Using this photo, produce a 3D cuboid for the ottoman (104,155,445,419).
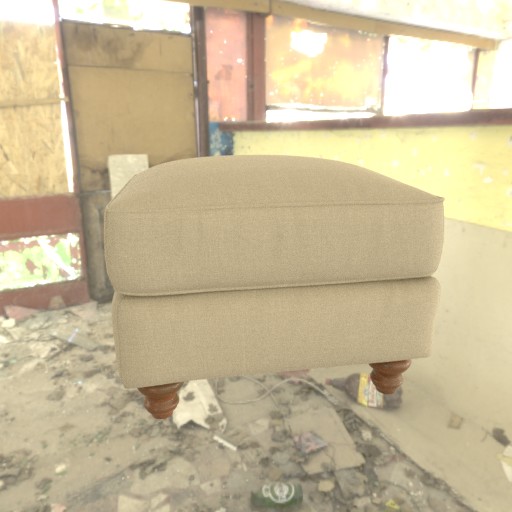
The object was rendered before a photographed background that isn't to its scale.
[{"bbox_3d":[0.000,0.000,1.143,0.662,0.505,0.716,-3,16,-10],"label":"ottoman"}]
